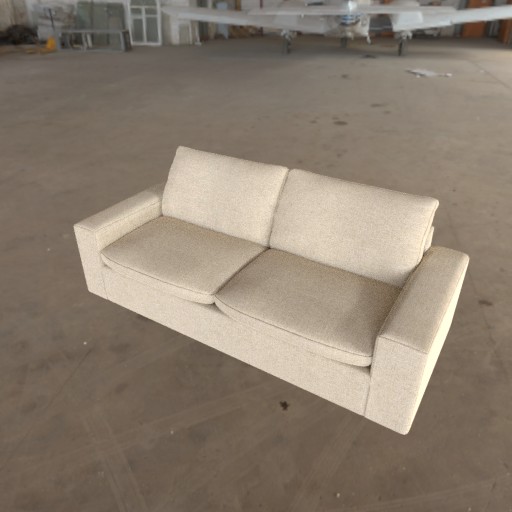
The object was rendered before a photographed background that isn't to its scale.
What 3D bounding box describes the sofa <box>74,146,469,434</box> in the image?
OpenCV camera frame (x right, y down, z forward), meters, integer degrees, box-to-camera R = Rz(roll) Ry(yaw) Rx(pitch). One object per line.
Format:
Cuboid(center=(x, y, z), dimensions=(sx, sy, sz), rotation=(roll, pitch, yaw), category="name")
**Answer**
Cuboid(center=(0.000, 0.000, 2.784), dimensions=(2.299, 0.922, 1.040), rotation=(18, 35, 27), category="sofa")
